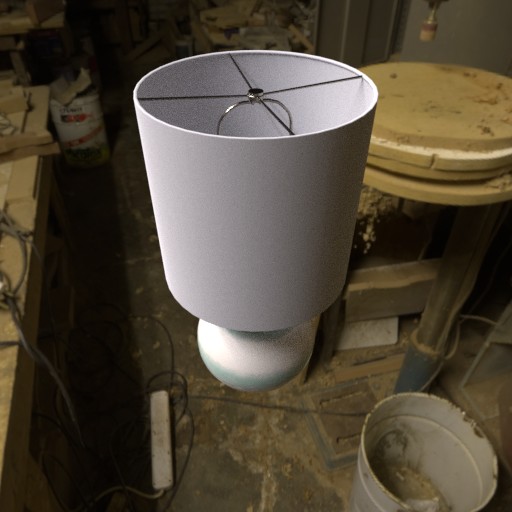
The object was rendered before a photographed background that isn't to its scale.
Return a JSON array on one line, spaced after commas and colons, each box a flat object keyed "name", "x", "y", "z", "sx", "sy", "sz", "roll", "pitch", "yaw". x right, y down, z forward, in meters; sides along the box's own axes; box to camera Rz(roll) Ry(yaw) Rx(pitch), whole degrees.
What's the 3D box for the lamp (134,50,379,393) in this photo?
[{"name": "lamp", "x": 0.000, "y": 0.000, "z": 0.530, "sx": 0.217, "sy": 0.404, "sz": 0.217, "roll": -10, "pitch": 41, "yaw": -12}]
